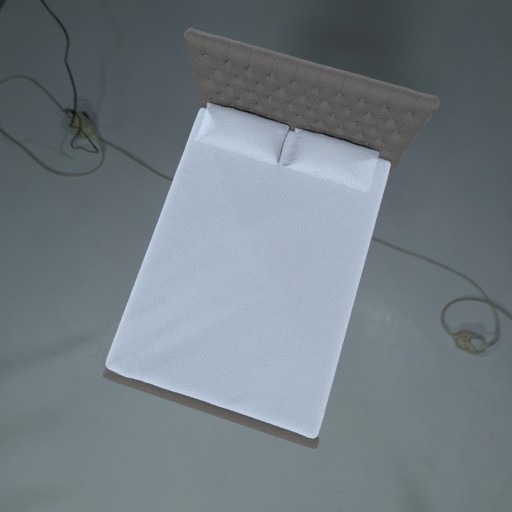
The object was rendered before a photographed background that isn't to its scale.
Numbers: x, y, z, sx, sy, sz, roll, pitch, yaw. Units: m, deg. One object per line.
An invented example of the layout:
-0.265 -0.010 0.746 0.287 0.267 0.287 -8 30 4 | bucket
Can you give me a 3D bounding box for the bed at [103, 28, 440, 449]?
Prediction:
0.000 0.000 3.260 1.698 1.427 2.387 17 78 4 | bed
